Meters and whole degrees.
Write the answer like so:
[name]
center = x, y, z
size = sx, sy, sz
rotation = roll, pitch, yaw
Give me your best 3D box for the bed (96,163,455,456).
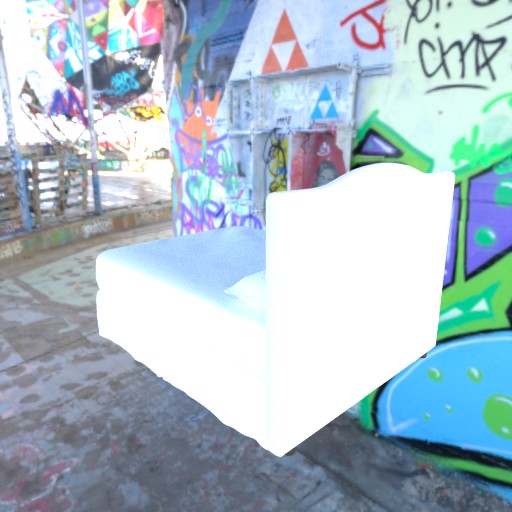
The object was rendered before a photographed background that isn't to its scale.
[bed]
center = 0.000, 0.000, 3.335
size = 1.753, 1.460, 2.143
rotation = -14, 21, -42
